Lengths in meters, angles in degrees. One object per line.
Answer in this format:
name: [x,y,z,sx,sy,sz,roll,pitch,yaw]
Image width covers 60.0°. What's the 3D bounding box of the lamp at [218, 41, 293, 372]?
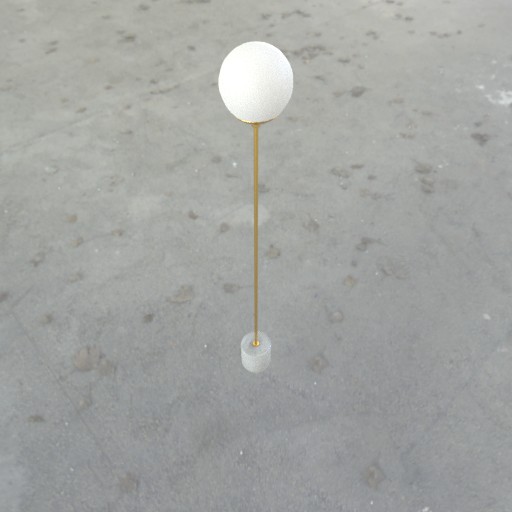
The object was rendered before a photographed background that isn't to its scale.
lamp: [0.000,0.000,1.888,0.224,1.753,0.224,-33,56,-27]
